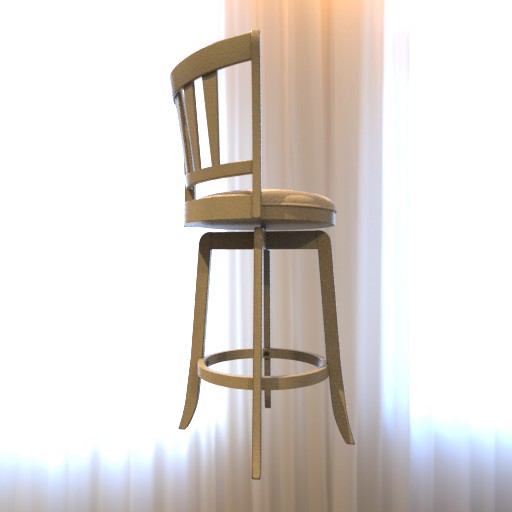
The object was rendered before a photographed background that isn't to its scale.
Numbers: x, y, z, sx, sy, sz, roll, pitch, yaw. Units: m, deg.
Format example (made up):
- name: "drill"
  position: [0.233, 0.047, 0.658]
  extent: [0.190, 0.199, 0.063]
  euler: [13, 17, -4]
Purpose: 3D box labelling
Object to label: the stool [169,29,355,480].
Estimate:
- name: "stool"
  position: [0.000, 0.000, 1.275]
  extent: [0.475, 1.042, 0.436]
  euler: [0, -1, -36]
